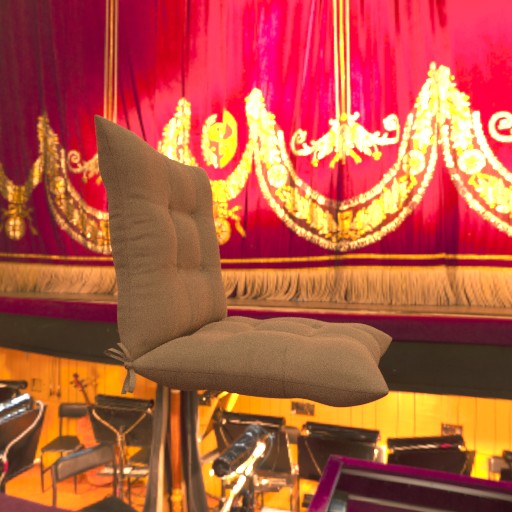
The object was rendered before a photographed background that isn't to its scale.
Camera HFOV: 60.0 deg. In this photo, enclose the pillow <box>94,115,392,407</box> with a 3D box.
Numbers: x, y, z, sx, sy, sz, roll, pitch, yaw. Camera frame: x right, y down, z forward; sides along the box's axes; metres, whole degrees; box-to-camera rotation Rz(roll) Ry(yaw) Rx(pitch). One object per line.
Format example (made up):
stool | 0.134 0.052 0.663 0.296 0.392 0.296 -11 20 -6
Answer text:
pillow | 0.000 0.000 1.001 0.585 0.536 0.541 0 -1 17
